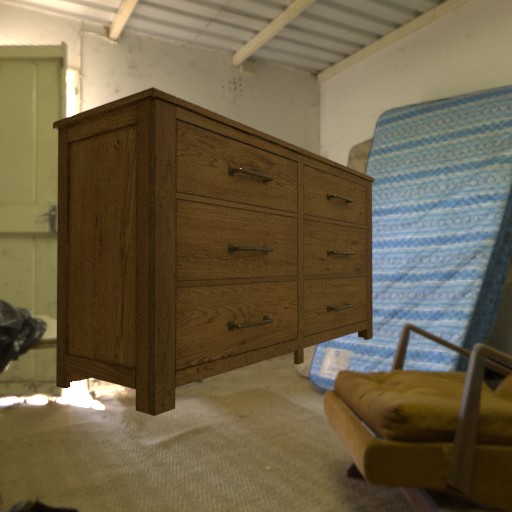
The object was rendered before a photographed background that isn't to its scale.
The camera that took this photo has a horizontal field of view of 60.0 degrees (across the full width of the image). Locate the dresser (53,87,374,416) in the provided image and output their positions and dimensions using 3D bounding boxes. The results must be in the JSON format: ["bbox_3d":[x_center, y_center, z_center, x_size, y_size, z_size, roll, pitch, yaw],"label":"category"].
[{"bbox_3d":[0.000,0.000,2.058,0.563,0.932,1.657,-1,-1,36],"label":"dresser"}]
